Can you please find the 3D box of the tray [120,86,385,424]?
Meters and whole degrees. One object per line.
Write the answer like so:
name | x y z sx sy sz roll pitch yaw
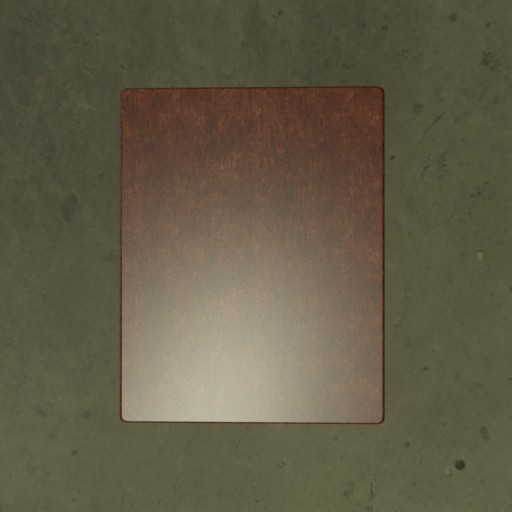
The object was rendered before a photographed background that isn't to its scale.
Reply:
tray | 0.000 0.000 0.962 0.381 0.660 0.483 0 90 1
